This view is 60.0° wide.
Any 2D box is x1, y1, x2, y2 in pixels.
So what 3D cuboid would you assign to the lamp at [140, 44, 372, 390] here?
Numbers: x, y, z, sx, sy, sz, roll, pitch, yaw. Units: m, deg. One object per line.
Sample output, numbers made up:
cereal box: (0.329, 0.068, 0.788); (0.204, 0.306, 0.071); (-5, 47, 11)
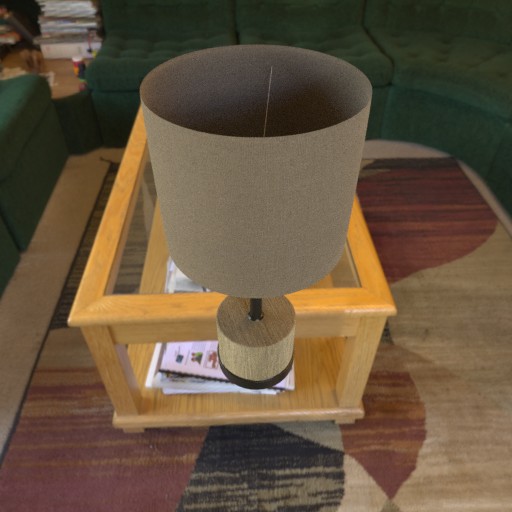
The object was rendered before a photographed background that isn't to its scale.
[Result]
lamp: (0.000, 0.000, 0.599); (0.229, 0.470, 0.229); (-14, 45, -15)
